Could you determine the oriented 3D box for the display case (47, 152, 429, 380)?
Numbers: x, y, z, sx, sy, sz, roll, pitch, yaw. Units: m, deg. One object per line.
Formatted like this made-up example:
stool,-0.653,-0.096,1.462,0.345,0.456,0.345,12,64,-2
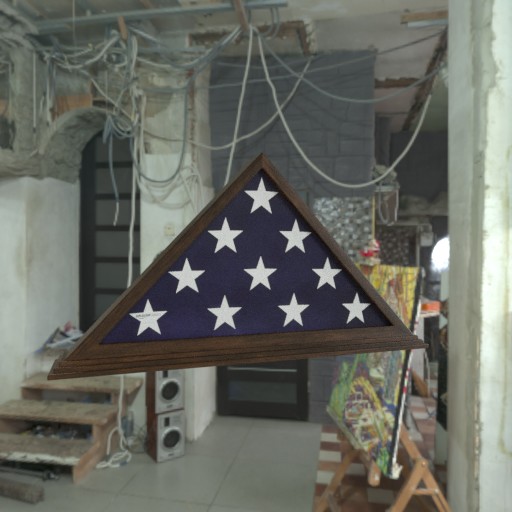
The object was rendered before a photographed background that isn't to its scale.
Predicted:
display case,0.000,0.000,0.757,0.640,0.340,0.095,0,1,-19
